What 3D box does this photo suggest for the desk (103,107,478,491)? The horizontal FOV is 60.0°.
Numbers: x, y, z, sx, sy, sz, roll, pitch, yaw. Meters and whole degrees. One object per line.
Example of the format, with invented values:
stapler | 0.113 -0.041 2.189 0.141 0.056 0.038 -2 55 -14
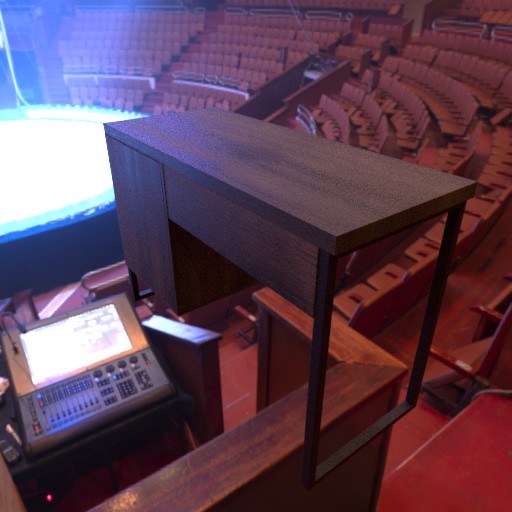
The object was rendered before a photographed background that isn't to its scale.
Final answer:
desk | 0.000 0.000 1.497 0.511 0.752 1.134 -20 35 -32
